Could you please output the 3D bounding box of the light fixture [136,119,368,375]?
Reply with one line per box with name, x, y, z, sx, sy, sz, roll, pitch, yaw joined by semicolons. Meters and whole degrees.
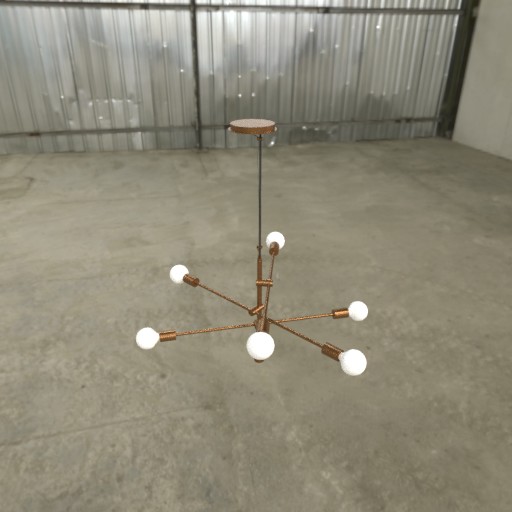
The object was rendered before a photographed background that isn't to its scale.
light fixture;0.000;0.000;1.272;0.682;0.744;0.637;8;28;15
